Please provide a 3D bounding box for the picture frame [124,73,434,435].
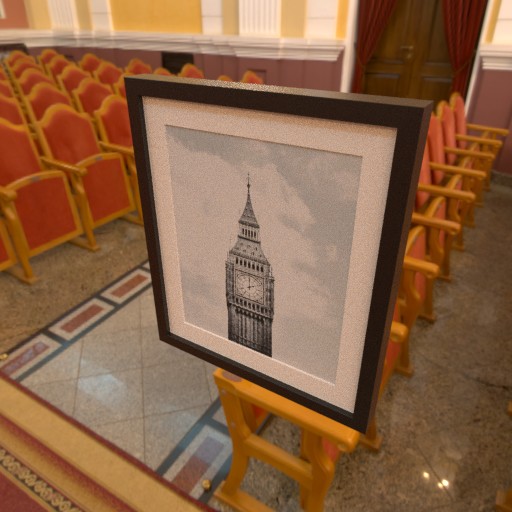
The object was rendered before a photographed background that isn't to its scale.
[{"bbox_3d":[0.000,0.000,0.525,0.328,0.378,0.034,17,34,27],"label":"picture frame"}]
